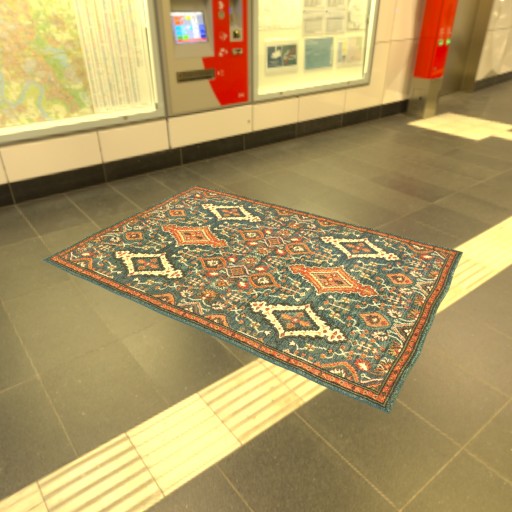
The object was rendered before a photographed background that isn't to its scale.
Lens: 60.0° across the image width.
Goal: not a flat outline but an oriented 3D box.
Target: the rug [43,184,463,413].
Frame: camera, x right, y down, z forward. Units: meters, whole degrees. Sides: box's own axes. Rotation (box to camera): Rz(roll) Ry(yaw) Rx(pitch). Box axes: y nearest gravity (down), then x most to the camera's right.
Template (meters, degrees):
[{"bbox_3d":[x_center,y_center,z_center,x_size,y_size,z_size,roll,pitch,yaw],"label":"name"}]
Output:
[{"bbox_3d":[0.000,0.000,2.990,2.373,0.009,1.622,18,35,27],"label":"rug"}]
